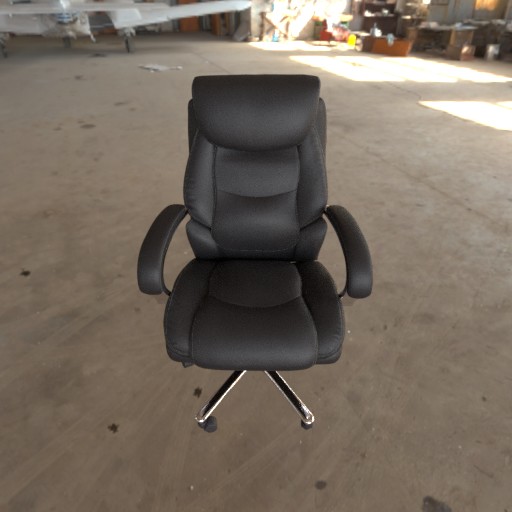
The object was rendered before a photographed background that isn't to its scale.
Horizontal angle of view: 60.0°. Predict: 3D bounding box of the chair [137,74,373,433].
[{"bbox_3d":[0.000,0.000,1.677,0.755,1.183,0.790,1,31,1],"label":"chair"}]
